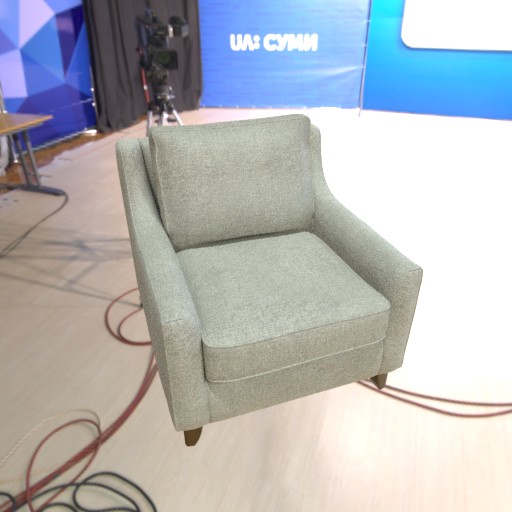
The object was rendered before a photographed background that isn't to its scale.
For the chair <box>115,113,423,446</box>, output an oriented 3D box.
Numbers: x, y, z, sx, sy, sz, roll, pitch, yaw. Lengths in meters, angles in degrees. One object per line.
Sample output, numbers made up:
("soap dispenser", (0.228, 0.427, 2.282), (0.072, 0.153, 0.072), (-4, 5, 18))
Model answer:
("chair", (0.000, 0.000, 1.620), (0.838, 0.864, 0.918), (-10, 32, -17))
